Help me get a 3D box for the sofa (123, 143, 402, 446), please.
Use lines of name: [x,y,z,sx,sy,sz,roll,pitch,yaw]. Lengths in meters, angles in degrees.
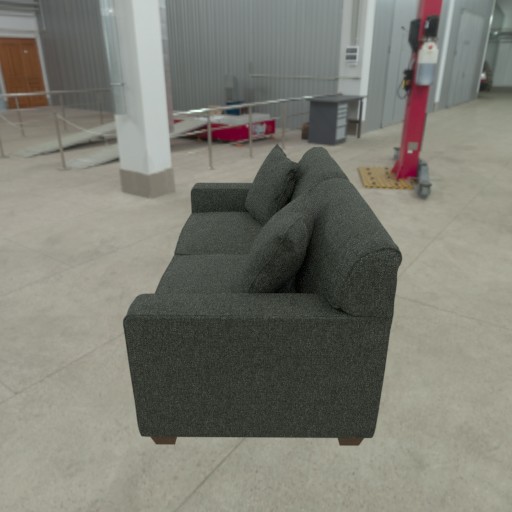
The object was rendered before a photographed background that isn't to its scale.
sofa: [0.000,0.000,2.444,0.998,0.958,1.846,0,24,0]
